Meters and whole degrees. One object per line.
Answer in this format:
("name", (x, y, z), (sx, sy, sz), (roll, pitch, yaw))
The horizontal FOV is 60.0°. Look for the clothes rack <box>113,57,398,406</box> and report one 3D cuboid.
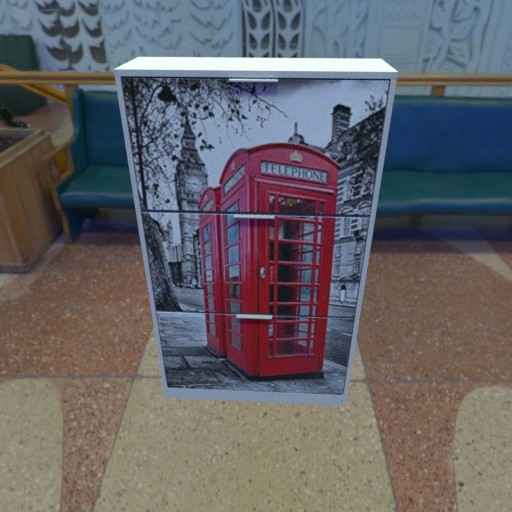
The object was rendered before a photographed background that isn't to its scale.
("clothes rack", (0.000, 0.000, 1.594), (0.750, 1.280, 0.250), (2, 32, 3))
